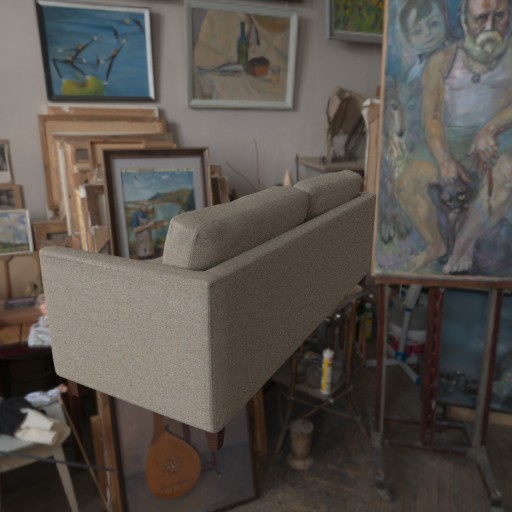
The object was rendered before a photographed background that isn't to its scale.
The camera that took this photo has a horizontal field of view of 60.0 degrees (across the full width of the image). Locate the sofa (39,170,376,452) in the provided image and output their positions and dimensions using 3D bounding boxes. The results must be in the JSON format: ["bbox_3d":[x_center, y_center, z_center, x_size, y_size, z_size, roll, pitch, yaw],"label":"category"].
[{"bbox_3d":[0.000,0.000,2.841,0.951,0.965,2.434,9,18,27],"label":"sofa"}]
